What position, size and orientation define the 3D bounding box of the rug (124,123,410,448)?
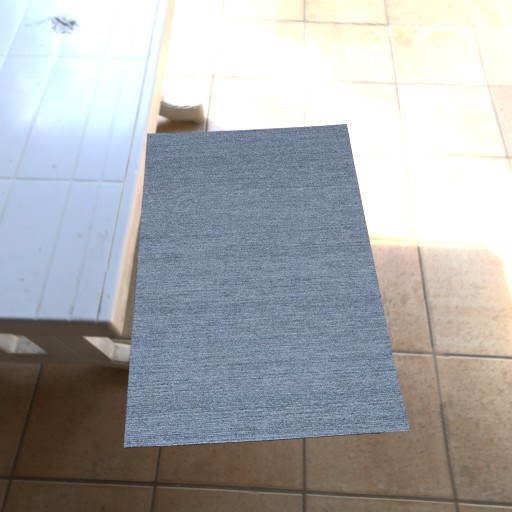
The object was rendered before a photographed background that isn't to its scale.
[{"bbox_3d":[0.000,0.000,3.023,1.616,0.030,2.338,-3,62,-1],"label":"rug"}]
